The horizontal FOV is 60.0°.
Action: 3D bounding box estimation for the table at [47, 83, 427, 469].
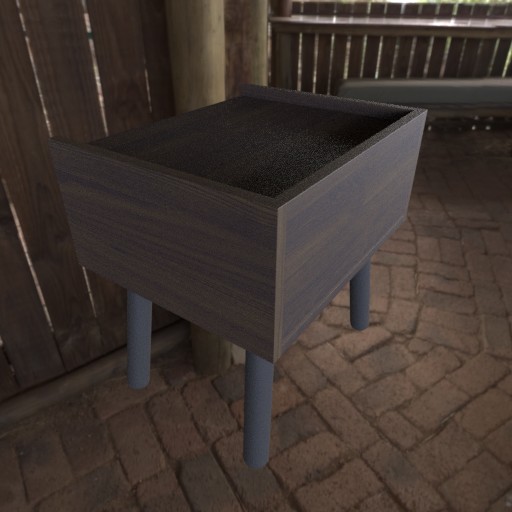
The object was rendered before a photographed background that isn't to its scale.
[{"bbox_3d":[0.000,0.000,0.786,0.370,0.470,0.450,21,38,29],"label":"table"}]
